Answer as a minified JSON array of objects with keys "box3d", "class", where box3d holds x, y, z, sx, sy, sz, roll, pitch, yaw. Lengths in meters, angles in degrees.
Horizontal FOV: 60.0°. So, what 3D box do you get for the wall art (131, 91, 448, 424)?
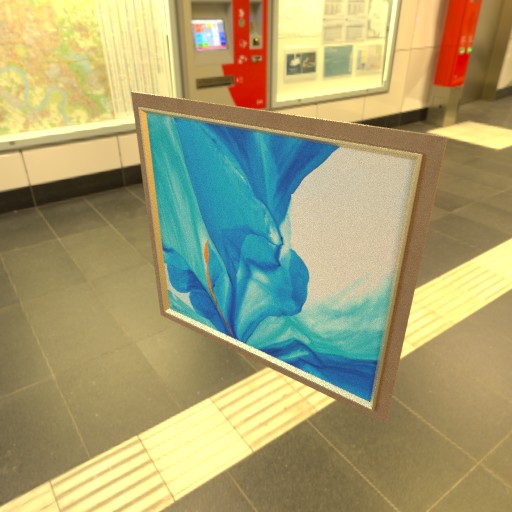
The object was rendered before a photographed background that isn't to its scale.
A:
[{"box3d":[0.000,0.000,1.672,1.168,1.067,0.025,19,35,30],"class":"wall art"}]
